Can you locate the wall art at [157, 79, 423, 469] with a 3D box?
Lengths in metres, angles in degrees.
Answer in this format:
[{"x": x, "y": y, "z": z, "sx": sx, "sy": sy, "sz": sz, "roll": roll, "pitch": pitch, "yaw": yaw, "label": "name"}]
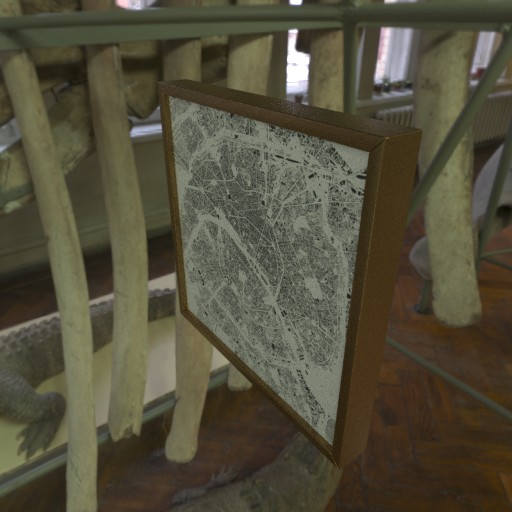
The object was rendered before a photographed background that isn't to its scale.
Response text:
[{"x": 0.000, "y": 0.000, "z": 0.451, "sx": 0.037, "sy": 0.305, "sz": 0.305, "roll": -20, "pitch": 34, "yaw": -32, "label": "wall art"}]
